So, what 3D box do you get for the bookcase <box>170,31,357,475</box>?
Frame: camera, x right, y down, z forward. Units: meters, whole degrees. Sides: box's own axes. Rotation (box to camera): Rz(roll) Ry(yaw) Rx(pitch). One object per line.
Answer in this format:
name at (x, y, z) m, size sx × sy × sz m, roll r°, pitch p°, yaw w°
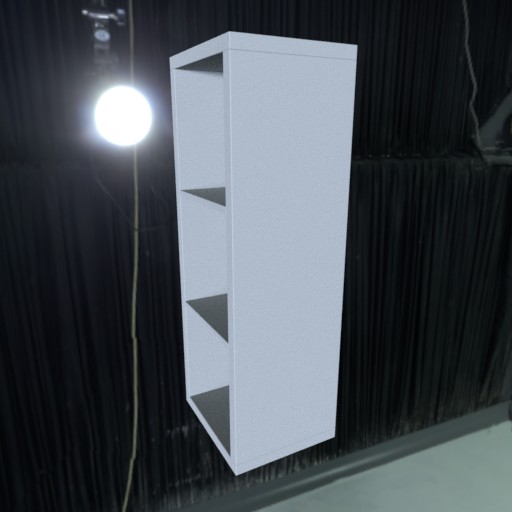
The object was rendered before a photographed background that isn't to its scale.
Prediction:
bookcase at (0.000, 0.000, 1.276) m, size 0.330 × 1.080 × 0.390 m, roll -8°, pitch 18°, yaw -27°
